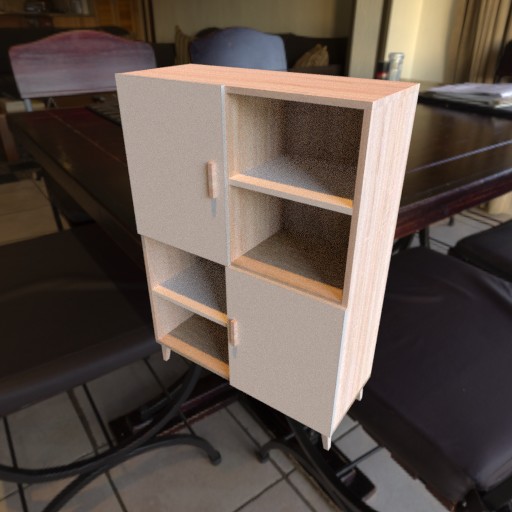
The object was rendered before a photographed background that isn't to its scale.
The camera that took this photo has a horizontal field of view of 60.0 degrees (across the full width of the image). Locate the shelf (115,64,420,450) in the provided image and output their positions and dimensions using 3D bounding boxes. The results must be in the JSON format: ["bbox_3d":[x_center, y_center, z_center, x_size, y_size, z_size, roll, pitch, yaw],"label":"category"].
[{"bbox_3d":[0.000,0.000,1.871,0.995,1.405,0.434,19,34,30],"label":"shelf"}]
